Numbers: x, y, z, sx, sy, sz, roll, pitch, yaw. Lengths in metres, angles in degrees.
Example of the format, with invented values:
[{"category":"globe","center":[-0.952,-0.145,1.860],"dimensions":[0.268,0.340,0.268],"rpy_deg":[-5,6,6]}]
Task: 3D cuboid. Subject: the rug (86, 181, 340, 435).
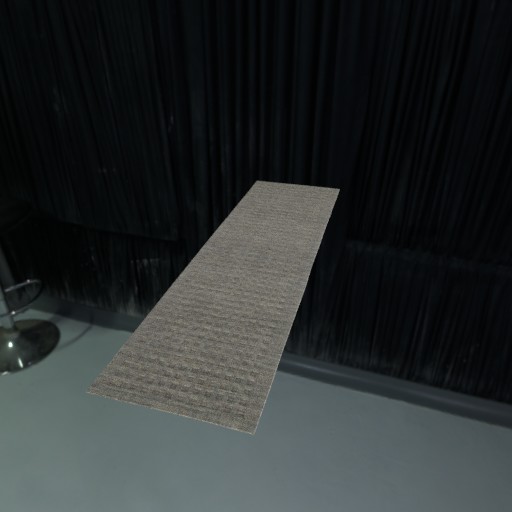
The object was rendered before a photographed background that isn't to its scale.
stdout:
[{"category":"rug","center":[0.000,0.000,2.699],"dimensions":[0.706,0.009,2.443],"rpy_deg":[9,32,14]}]
